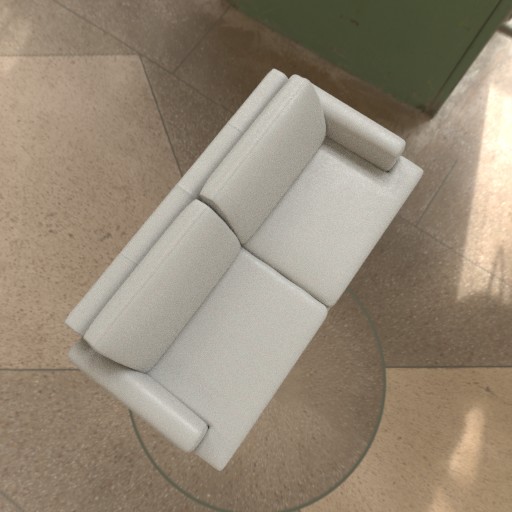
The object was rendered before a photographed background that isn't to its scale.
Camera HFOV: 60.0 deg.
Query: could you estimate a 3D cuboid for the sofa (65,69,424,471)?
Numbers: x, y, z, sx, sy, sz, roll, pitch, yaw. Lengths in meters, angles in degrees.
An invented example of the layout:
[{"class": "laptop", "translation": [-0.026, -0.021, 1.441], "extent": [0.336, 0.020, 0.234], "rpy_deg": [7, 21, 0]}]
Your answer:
[{"class": "sofa", "translation": [0.000, 0.000, 2.356], "extent": [0.974, 0.765, 1.940], "rpy_deg": [35, 78, 9]}]
